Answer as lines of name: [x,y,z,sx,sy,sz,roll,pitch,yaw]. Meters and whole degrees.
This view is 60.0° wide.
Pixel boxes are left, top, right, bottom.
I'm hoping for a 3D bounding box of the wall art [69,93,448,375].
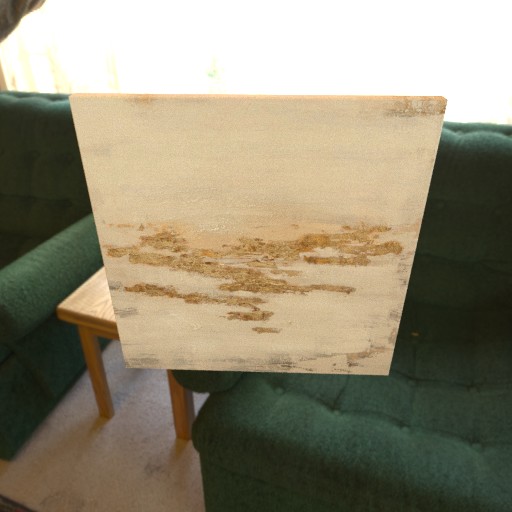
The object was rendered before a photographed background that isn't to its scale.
wall art: [0.000,0.000,1.089,0.753,0.755,0.038,1,31,2]
